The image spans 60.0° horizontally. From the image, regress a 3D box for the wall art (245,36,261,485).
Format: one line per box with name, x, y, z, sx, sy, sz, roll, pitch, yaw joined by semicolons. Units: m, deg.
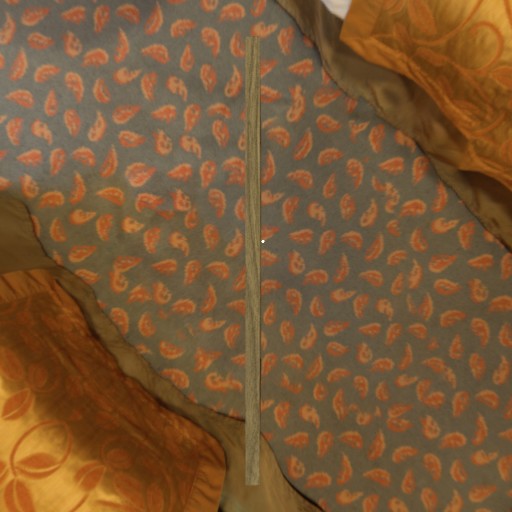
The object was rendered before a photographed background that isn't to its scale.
wall art;0.000;0.000;0.752;0.016;0.507;0.508;0;92;1
